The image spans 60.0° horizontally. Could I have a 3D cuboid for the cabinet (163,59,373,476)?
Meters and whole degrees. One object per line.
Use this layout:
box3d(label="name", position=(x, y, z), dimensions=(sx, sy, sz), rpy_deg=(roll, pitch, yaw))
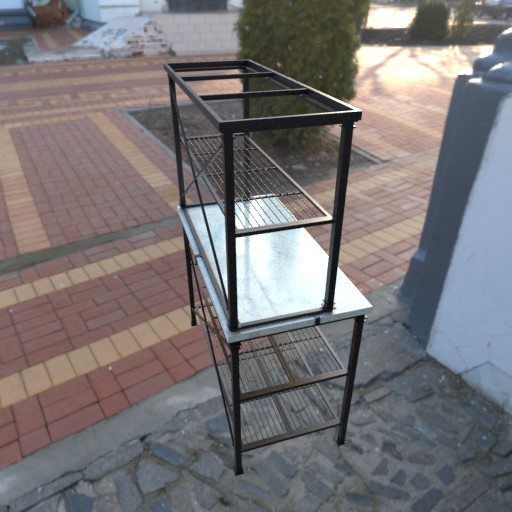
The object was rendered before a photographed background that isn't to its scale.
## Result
box3d(label="cabinet", position=(0.000, 0.000, 2.221), dimensions=(0.610, 1.659, 1.210), rpy_deg=(-9, 32, -15))
